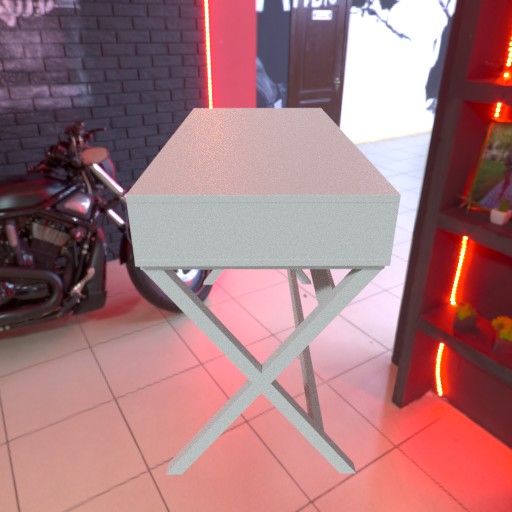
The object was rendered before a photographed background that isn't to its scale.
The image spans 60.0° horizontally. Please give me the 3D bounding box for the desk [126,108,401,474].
[{"bbox_3d":[0.000,0.000,1.458,0.525,0.780,1.057,0,27,0],"label":"desk"}]
